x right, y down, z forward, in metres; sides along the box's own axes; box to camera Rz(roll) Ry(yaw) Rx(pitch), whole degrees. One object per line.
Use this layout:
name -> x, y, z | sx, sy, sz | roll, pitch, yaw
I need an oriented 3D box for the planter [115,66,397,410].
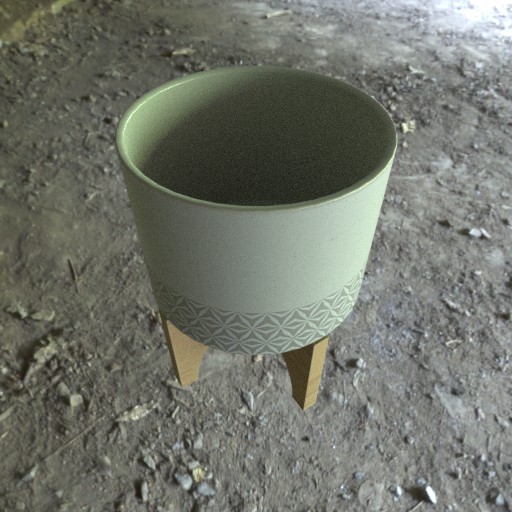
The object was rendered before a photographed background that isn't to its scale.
planter -> 0.000, 0.000, 0.394 | 0.188, 0.260, 0.188 | 0, 45, 0
